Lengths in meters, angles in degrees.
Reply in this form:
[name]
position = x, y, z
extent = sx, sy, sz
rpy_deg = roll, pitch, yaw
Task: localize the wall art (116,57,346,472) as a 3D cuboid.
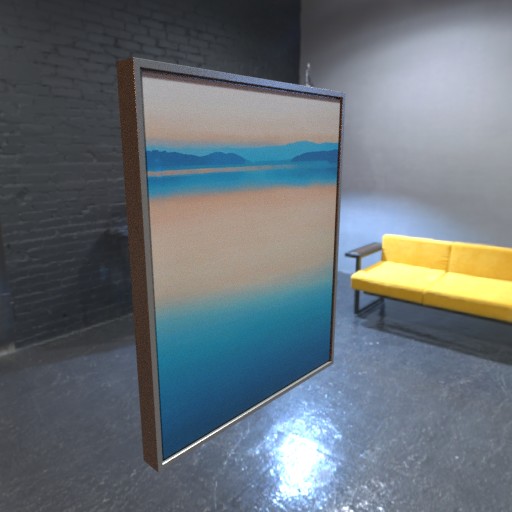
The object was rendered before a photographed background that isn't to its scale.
[wall art]
position = 0.000, 0.000, 0.745
extent = 0.037, 0.554, 0.453
rpy_deg = 12, 18, 41
